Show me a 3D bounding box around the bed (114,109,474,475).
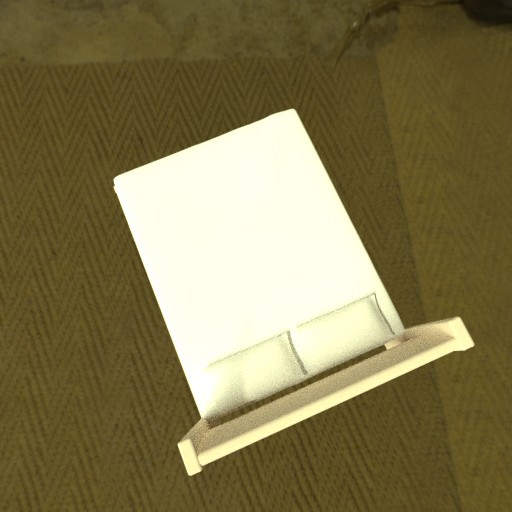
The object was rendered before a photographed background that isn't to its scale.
[{"bbox_3d":[0.000,0.000,3.428,1.778,1.471,2.293,-23,78,-5],"label":"bed"}]
